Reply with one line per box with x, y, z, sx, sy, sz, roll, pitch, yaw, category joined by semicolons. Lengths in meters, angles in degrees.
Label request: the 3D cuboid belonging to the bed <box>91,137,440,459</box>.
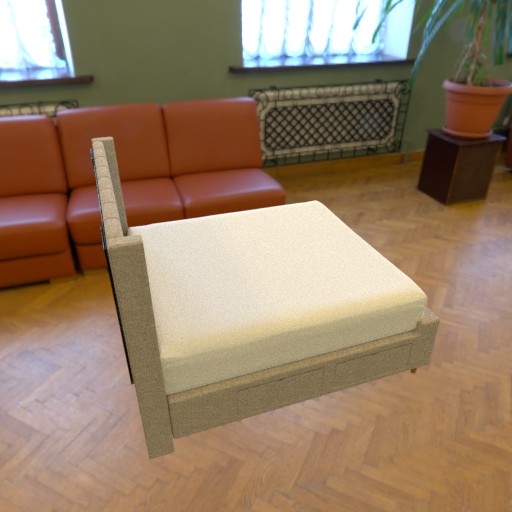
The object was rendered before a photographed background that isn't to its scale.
0.000;0.000;3.842;2.372;1.748;2.044;-11;33;-17;bed
